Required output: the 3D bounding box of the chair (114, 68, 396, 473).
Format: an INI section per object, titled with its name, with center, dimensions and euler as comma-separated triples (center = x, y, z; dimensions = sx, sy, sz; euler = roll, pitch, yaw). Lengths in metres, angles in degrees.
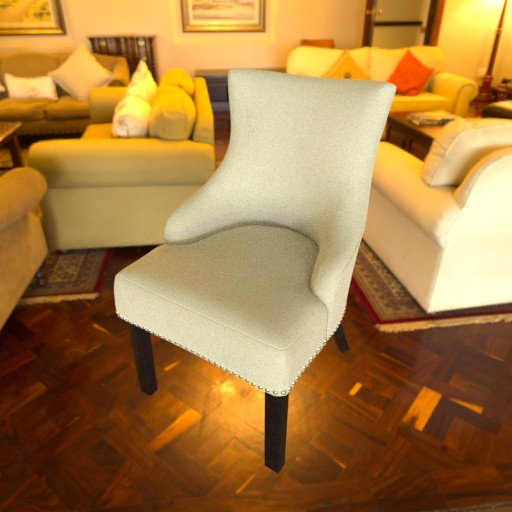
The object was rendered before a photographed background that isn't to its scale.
[chair]
center = 0.000, 0.000, 1.257
dimensions = 0.566, 0.909, 0.629
euler = 19, 35, 29
